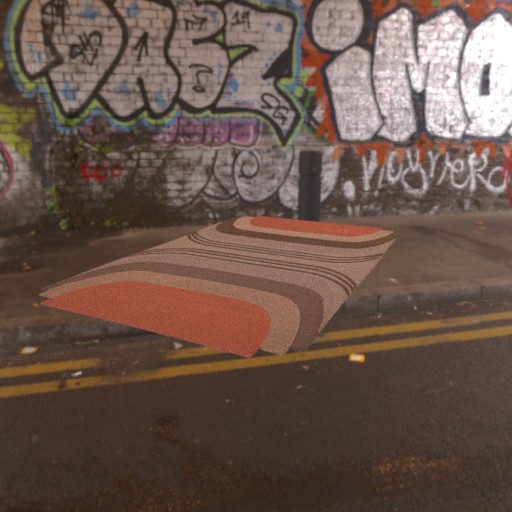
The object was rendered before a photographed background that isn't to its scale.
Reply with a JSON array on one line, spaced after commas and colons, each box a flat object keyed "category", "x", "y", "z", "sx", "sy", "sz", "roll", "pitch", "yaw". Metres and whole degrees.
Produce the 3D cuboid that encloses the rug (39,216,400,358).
[{"category": "rug", "x": 0.000, "y": 0.000, "z": 3.000, "sx": 1.530, "sy": 0.017, "sz": 2.446, "roll": 8, "pitch": 18, "yaw": 26}]
